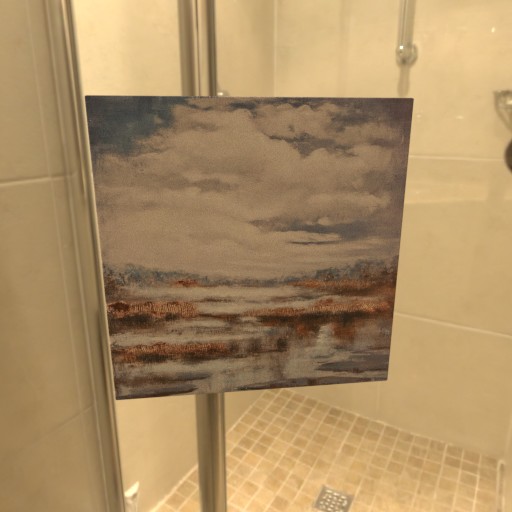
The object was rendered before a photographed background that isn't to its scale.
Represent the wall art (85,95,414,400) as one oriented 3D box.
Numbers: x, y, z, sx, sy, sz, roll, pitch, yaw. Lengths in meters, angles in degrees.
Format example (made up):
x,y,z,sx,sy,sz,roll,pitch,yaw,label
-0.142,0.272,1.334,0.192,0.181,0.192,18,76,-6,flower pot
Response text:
x,y,z,sx,sy,sz,roll,pitch,yaw,label
0.000,0.000,1.327,0.888,0.897,0.035,-2,16,-7,wall art
